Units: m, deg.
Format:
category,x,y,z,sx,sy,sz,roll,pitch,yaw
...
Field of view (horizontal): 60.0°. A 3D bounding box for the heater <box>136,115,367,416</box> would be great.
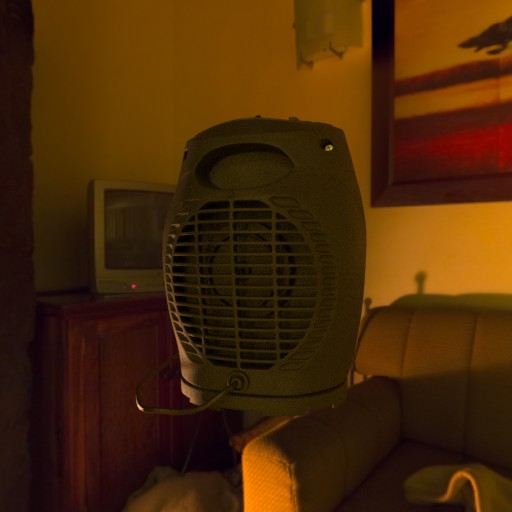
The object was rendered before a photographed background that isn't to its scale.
category,x,y,z,sx,sy,sz,roll,pitch,yaw
heater,0.000,0.000,0.480,0.239,0.255,0.291,0,1,18
